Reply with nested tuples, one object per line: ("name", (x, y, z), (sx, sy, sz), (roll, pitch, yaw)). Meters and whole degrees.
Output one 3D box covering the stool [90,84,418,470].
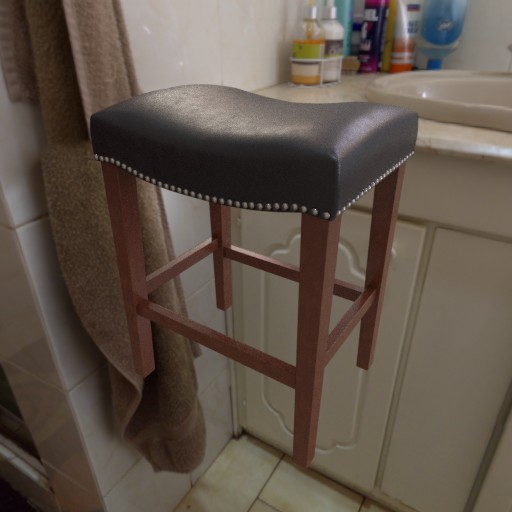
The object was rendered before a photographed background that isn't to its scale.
("stool", (0.000, 0.000, 0.960), (0.504, 0.654, 0.372), (18, 34, 29))
